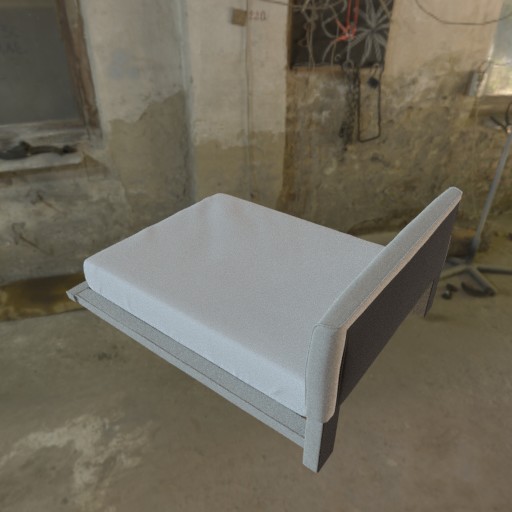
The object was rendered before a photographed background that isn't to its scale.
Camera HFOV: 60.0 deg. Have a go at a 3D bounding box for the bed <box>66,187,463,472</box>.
[{"bbox_3d":[0.000,0.000,3.547,2.498,1.126,1.980,22,39,31],"label":"bed"}]
